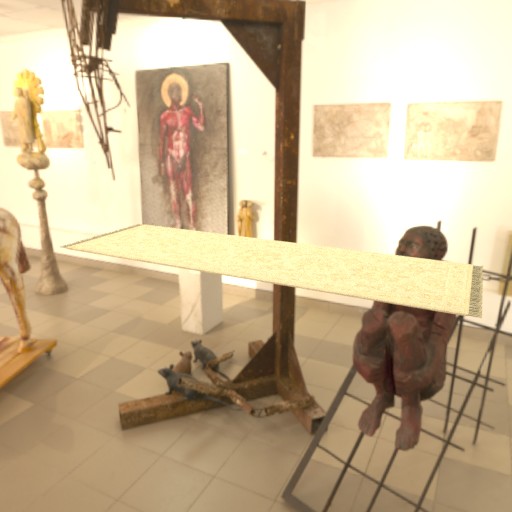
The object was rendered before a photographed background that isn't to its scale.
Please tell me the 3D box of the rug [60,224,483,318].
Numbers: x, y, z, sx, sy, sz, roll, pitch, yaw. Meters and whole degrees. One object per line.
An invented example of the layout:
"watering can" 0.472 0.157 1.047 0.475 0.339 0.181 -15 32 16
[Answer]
"rug" 0.000 0.000 2.770 2.544 0.015 0.795 8 18 25
